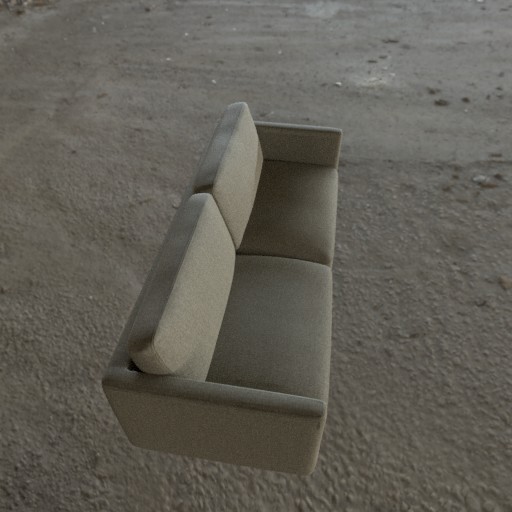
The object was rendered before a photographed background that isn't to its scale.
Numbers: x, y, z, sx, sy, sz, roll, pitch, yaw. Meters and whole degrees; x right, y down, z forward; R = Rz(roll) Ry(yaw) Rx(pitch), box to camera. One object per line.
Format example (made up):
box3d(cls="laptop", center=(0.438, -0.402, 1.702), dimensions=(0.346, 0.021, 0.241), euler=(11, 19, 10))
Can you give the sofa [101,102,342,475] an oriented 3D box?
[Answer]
box3d(cls="sofa", center=(0.000, 0.000, 2.680), dimensions=(0.956, 0.960, 2.208), euler=(7, 46, 6))
